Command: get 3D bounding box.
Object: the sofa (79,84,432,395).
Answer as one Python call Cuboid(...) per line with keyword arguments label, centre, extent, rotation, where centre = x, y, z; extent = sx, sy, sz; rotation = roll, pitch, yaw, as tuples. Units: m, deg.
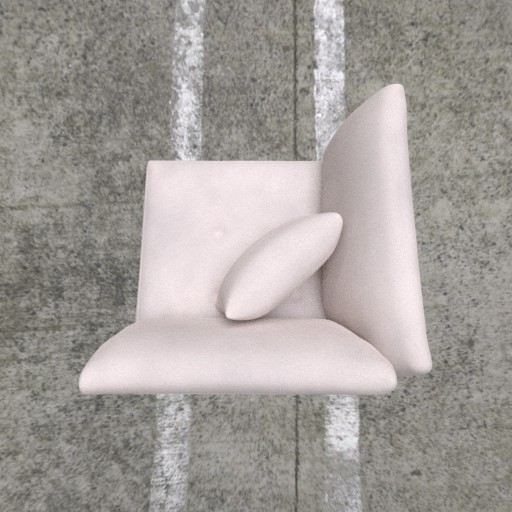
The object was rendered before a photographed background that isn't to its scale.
Cuboid(label="sofa", centre=(0.000, 0.000, 1.711), extent=(1.000, 0.820, 1.000), rotation=(0, 75, 0))
